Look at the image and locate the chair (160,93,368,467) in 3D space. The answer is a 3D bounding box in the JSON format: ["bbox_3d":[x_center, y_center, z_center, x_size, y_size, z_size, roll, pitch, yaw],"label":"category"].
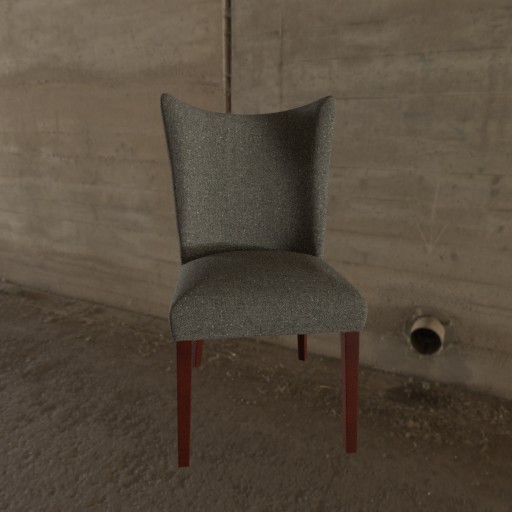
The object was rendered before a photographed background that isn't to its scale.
[{"bbox_3d":[0.000,0.000,1.311,0.535,0.924,0.623,-2,17,-6],"label":"chair"}]
